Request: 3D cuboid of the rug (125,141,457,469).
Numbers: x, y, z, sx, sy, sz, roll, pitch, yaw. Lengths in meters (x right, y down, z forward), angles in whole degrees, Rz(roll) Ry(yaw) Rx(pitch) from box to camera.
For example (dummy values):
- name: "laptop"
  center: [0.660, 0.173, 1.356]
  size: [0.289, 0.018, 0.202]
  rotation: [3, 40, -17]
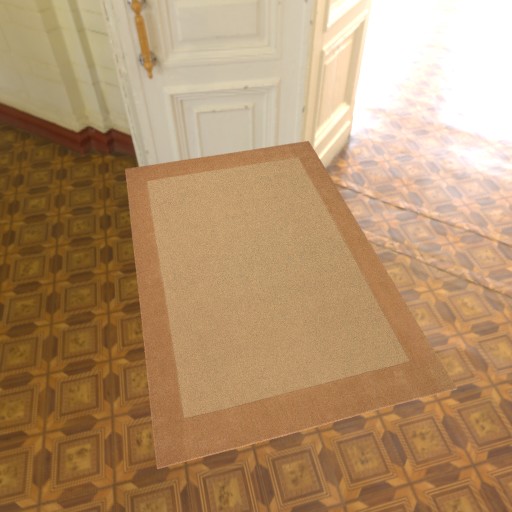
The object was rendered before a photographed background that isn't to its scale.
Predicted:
- name: "rug"
  center: [0.000, 0.000, 2.298]
  size: [1.219, 0.014, 1.829]
  rotation: [-11, 49, -10]
